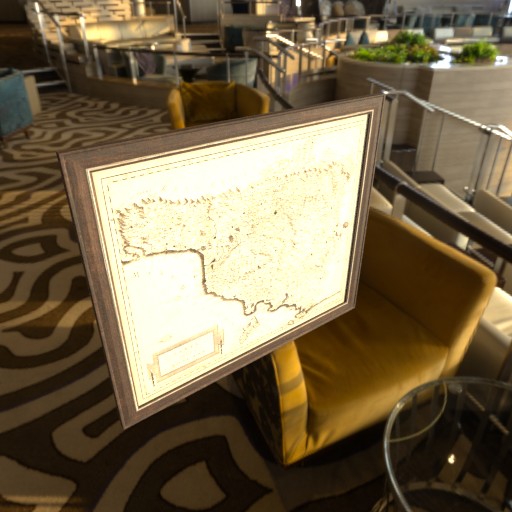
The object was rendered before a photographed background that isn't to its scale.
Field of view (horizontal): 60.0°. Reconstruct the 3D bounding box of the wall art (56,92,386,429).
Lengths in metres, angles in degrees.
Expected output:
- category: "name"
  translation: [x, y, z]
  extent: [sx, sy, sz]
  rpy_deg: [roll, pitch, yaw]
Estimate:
- category: "wall art"
  translation: [0.000, 0.000, 1.415]
  extent: [1.033, 0.875, 0.023]
  rpy_deg: [-21, 37, -31]
